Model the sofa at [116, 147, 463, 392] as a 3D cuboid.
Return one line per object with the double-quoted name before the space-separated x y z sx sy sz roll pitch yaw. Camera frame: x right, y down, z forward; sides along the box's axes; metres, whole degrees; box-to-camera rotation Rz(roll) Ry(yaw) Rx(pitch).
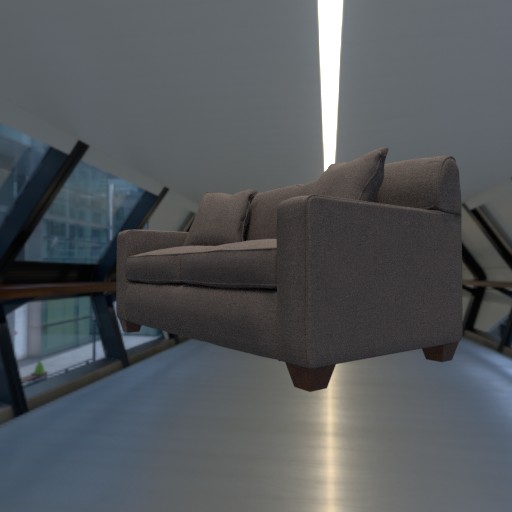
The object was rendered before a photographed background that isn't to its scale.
"sofa" 0.000 0.000 2.443 1.000 0.958 1.846 1 -2 -36
